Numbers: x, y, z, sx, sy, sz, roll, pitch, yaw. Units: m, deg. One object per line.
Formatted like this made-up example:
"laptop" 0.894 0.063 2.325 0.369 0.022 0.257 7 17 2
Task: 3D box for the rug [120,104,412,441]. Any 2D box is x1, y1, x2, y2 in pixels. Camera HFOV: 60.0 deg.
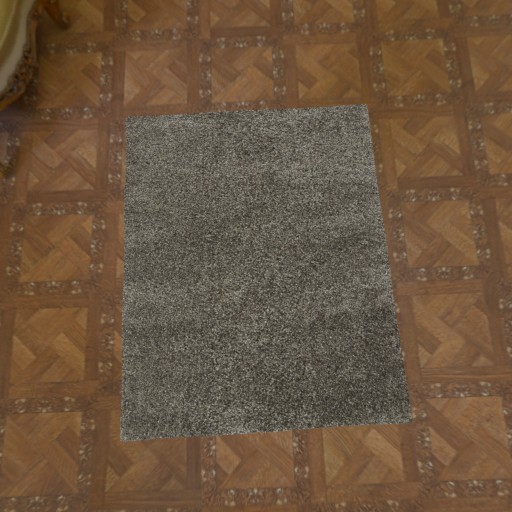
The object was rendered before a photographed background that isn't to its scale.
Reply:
"rug" 0.000 0.000 4.025 2.401 0.025 3.000 -3 75 -1
